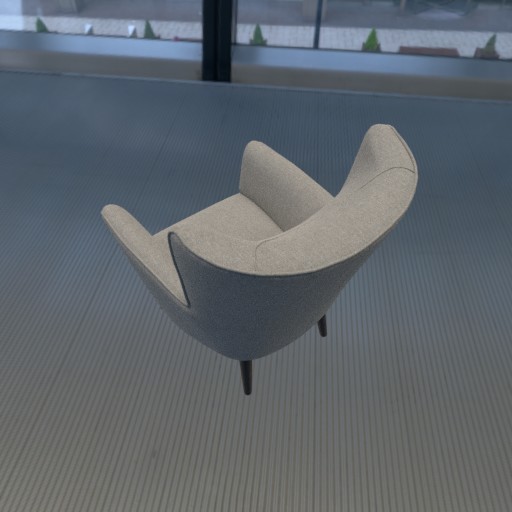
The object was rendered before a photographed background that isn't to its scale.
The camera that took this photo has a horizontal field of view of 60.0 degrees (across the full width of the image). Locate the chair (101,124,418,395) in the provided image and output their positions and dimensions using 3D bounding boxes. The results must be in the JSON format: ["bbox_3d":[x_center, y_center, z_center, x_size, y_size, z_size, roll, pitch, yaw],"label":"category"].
[{"bbox_3d":[0.000,0.000,1.608,0.781,0.933,0.888,-31,53,-26],"label":"chair"}]
